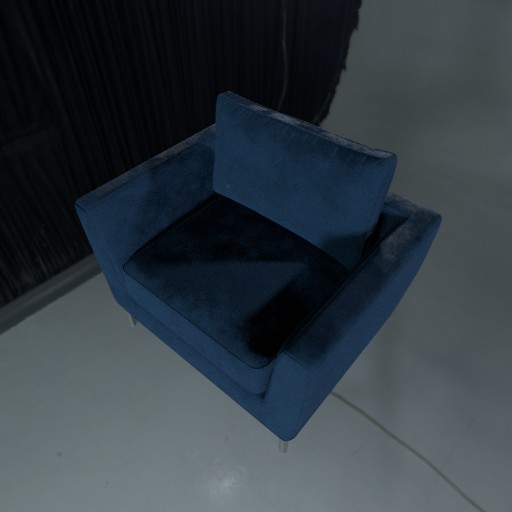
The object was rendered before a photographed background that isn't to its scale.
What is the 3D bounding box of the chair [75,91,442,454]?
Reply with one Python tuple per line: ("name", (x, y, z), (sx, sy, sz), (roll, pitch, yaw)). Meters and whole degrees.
("chair", (0.000, 0.000, 1.600), (0.977, 0.893, 0.746), (31, 53, 27))
